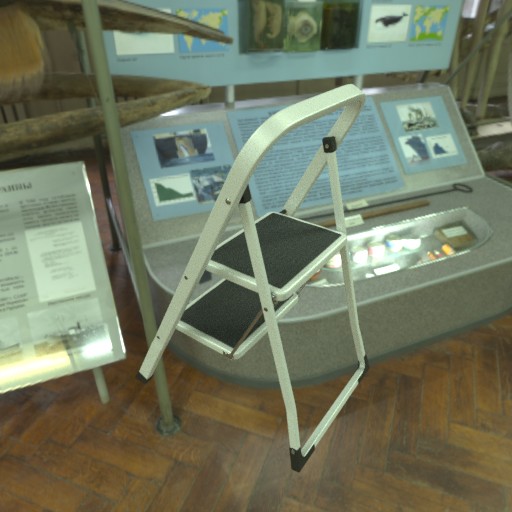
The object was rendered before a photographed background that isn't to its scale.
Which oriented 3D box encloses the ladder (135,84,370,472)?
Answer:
[{"bbox_3d":[0.000,0.000,1.103,0.544,0.810,0.460,21,38,30],"label":"ladder"}]
